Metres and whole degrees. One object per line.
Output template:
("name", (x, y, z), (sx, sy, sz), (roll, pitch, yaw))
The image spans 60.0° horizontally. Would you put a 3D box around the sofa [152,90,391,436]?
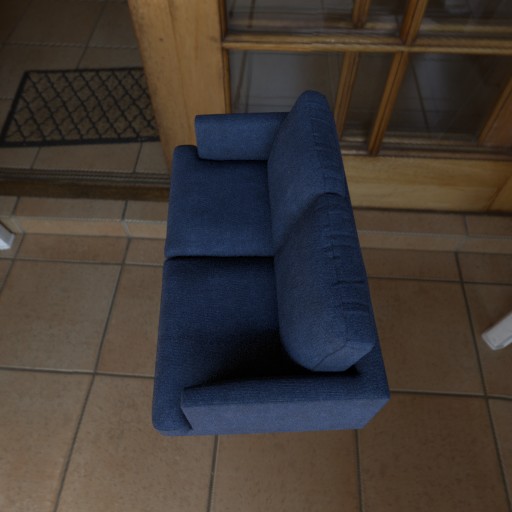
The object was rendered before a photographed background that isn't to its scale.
("sofa", (0.000, 0.000, 2.160), (0.903, 0.944, 1.582), (-2, 57, -1))
